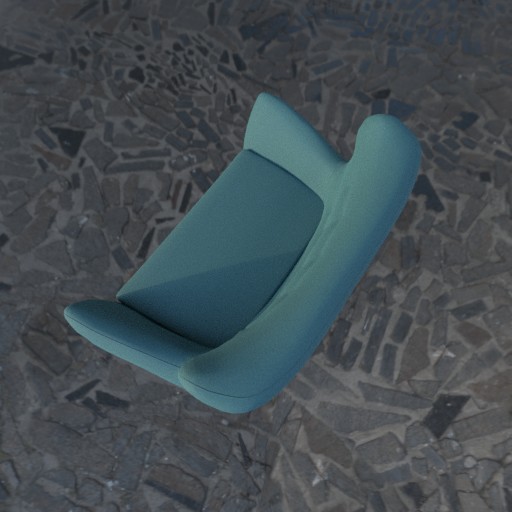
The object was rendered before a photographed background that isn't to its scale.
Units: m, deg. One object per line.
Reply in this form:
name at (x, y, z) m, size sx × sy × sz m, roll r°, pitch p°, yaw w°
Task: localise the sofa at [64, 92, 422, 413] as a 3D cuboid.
sofa at (0.000, 0.000, 1.966) m, size 0.889 × 0.889 × 1.397 m, roll 31°, pitch 68°, yaw 14°
